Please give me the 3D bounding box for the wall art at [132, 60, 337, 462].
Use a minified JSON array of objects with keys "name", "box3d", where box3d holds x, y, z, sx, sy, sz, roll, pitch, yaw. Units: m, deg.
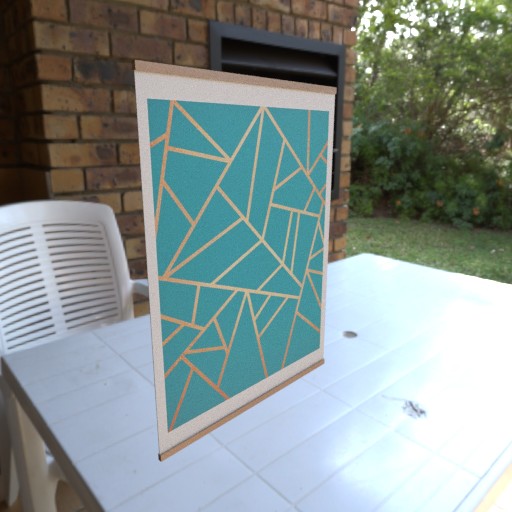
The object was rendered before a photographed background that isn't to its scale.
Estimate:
[{"name":"wall art","box3d":[0.000,0.000,1.347,0.013,1.016,0.758,14,20,42]}]
